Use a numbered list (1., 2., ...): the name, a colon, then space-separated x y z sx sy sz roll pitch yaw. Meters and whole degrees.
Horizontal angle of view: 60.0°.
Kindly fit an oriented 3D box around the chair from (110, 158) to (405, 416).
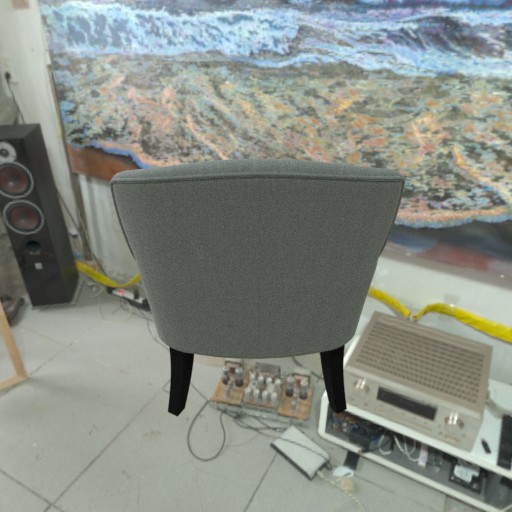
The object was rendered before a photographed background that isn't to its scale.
1. chair: 0.000 0.000 1.483 0.772 0.880 0.755 -1 30 -1
